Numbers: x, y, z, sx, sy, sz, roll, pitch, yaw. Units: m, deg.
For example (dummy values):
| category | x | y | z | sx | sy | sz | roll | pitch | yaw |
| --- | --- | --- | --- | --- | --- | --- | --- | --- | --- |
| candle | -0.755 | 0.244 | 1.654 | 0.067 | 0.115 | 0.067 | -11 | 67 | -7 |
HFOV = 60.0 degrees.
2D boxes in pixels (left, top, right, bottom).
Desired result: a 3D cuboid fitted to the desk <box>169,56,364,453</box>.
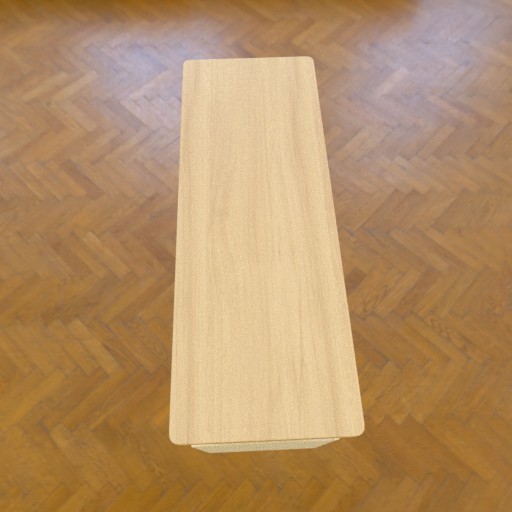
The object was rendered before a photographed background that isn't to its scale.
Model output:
| category | x | y | z | sx | sy | sz | roll | pitch | yaw |
| --- | --- | --- | --- | --- | --- | --- | --- | --- | --- |
| desk | 0.000 | 0.000 | 1.895 | 0.550 | 0.755 | 1.500 | -2 | 64 | -1 |
